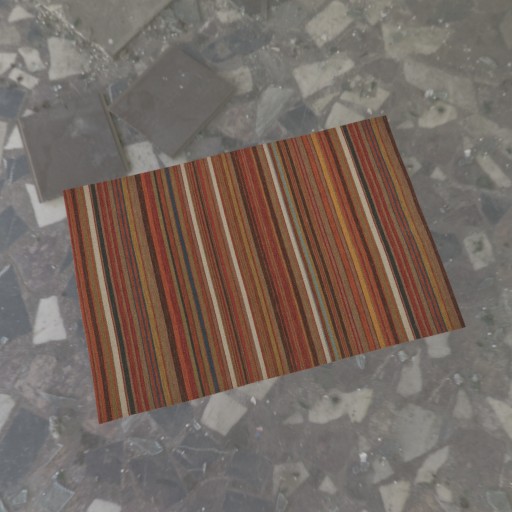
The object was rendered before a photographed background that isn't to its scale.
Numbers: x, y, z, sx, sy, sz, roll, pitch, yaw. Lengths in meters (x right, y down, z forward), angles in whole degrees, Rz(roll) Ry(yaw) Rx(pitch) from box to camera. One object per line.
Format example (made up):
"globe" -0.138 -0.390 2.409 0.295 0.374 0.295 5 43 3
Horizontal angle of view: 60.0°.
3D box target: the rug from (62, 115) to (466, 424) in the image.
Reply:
"rug" 0.000 0.000 2.276 1.828 0.007 1.217 -14 76 -4
